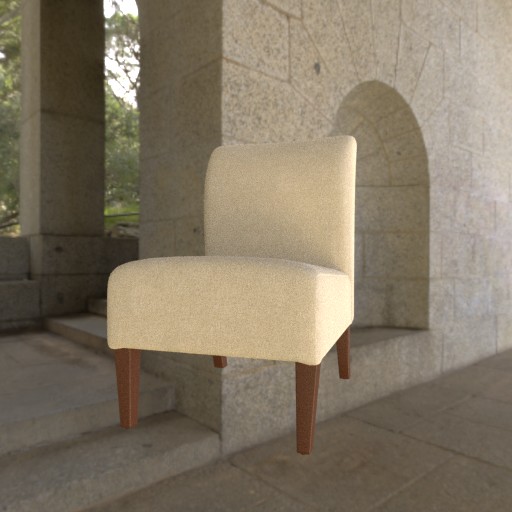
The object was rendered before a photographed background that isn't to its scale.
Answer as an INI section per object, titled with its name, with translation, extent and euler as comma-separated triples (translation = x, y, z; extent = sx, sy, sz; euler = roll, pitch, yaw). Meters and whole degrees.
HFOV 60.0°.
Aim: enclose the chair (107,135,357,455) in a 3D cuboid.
[chair]
translation = 0.000, 0.000, 1.322
extent = 0.521, 0.833, 0.754
euler = 0, 0, 19
